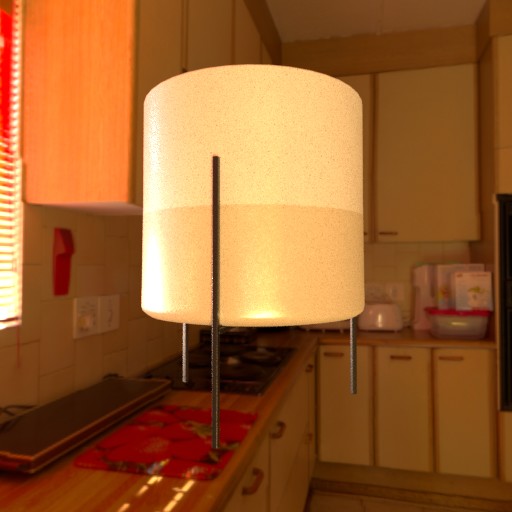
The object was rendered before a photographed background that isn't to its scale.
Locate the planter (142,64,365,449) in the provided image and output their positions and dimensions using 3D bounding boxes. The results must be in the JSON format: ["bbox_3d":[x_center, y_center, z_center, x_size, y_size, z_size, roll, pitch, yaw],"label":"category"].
[{"bbox_3d":[0.000,0.000,0.738,0.368,0.484,0.359,0,-1,-16],"label":"planter"}]
